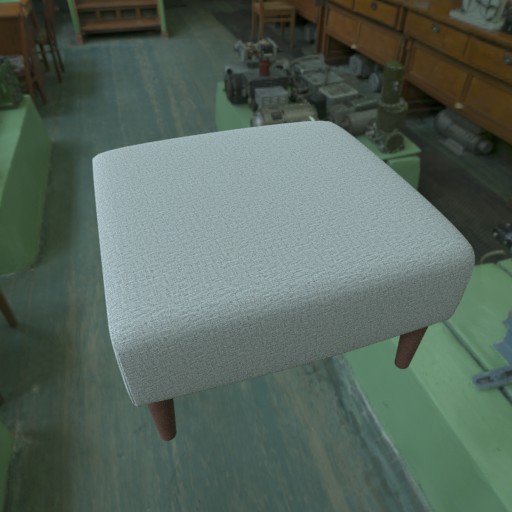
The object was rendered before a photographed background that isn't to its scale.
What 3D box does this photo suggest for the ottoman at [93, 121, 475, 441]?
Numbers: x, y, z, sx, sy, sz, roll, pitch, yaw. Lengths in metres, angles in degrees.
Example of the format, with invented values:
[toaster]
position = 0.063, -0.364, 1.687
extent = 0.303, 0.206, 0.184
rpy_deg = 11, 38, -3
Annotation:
[ottoman]
position = 0.000, 0.000, 1.039
extent = 0.650, 0.398, 0.649
rpy_deg = -12, 41, -14
